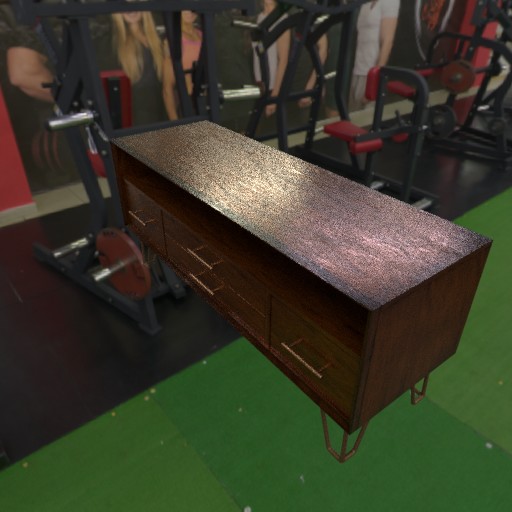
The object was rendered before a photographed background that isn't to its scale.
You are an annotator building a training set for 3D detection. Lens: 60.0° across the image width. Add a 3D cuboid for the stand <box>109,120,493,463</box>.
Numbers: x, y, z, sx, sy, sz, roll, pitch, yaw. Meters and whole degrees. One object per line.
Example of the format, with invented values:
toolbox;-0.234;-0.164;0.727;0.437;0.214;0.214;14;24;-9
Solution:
stand;0.000;0.000;1.632;0.481;0.610;1.372;-22;39;-31
